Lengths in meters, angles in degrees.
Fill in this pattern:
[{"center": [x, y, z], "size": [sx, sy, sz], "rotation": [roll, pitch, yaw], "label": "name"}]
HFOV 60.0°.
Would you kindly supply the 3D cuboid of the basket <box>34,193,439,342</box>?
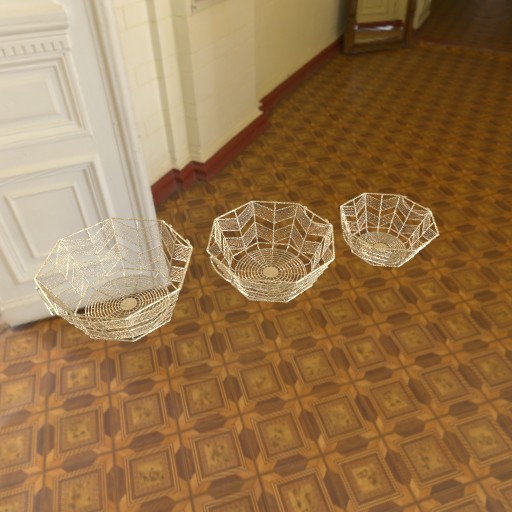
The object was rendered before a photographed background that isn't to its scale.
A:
[{"center": [0.000, 0.000, 1.385], "size": [1.246, 0.178, 0.432], "rotation": [-12, 44, -13], "label": "basket"}]
